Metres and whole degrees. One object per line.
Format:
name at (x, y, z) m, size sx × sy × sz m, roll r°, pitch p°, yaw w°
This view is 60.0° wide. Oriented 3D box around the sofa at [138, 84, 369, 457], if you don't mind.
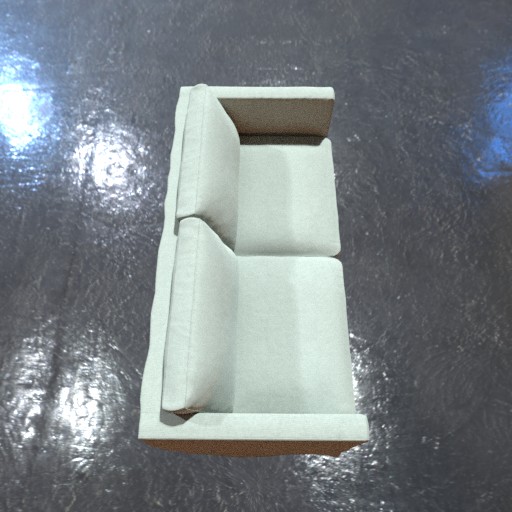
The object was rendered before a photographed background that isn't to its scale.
sofa at (0.000, 0.000, 2.447) m, size 0.940 × 0.870 × 1.987 m, roll 0°, pitch 63°, yaw 0°
